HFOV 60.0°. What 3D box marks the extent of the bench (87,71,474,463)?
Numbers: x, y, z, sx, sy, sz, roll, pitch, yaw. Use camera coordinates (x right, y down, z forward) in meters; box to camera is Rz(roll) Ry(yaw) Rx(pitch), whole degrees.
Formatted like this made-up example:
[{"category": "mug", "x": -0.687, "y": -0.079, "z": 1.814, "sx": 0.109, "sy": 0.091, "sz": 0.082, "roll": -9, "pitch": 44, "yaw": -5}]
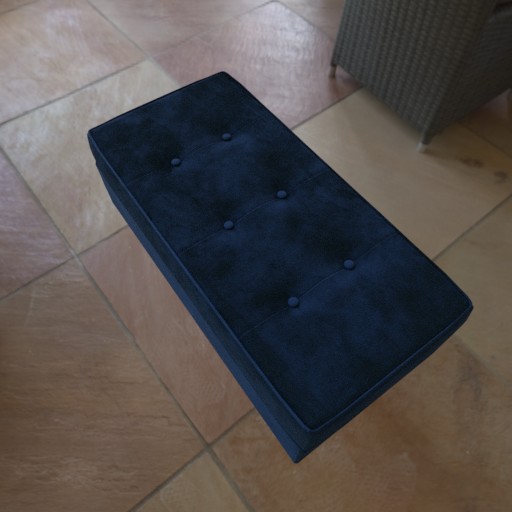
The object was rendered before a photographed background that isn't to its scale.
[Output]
[{"category": "bench", "x": 0.000, "y": 0.000, "z": 1.283, "sx": 0.489, "sy": 0.467, "sz": 1.010, "roll": -31, "pitch": 63, "yaw": -18}]
